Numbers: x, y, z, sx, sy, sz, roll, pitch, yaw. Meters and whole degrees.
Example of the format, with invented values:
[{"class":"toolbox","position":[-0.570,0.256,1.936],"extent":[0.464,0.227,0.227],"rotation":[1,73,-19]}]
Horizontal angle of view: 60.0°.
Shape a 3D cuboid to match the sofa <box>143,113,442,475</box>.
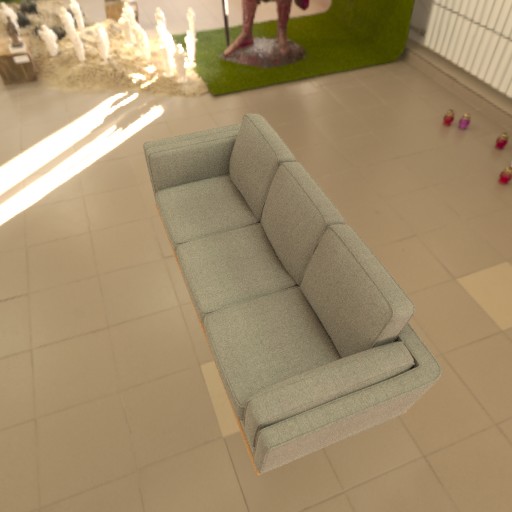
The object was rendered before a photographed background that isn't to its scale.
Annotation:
[{"class":"sofa","position":[0.000,0.000,2.749],"extent":[0.903,0.899,2.362],"rotation":[-16,49,-15]}]
